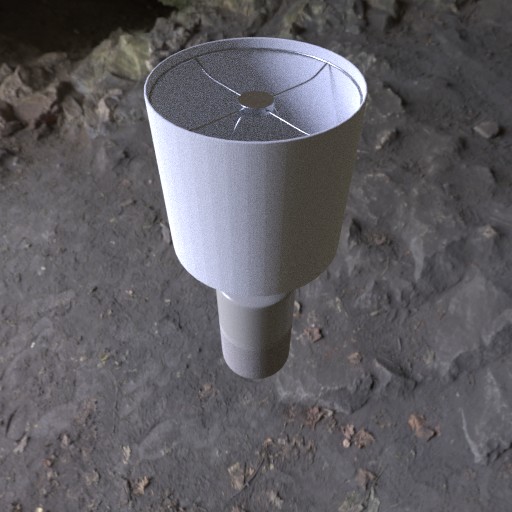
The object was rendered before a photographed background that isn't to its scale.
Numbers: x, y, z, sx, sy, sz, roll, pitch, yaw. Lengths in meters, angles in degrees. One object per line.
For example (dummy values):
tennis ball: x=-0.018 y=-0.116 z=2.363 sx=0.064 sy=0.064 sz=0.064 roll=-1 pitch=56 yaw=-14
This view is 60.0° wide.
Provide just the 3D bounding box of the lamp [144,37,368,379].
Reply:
lamp: x=0.000 y=0.000 z=0.605 sx=0.212 sy=0.493 sz=0.212 roll=-32 pitch=55 yaw=-26
